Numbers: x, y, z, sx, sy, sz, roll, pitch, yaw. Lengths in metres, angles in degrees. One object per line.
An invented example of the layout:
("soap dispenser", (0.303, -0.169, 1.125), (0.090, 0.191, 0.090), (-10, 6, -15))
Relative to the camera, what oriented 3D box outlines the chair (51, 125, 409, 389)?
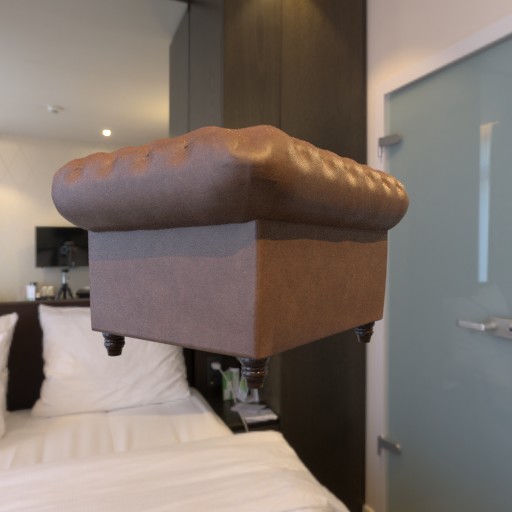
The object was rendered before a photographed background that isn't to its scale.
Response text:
("chair", (0.000, 0.000, 1.854), (0.954, 0.784, 1.298), (0, 1, 37))
